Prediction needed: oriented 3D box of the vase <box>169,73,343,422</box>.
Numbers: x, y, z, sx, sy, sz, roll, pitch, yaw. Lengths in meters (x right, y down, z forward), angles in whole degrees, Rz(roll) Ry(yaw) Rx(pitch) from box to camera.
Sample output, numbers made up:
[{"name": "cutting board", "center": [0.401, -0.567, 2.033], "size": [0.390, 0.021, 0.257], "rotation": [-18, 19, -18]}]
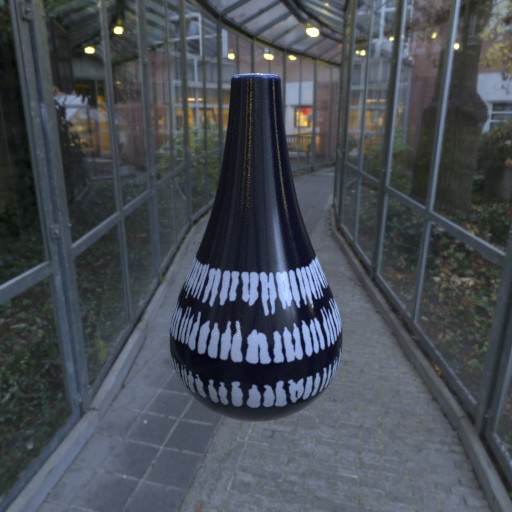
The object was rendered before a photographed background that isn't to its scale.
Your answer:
[{"name": "vase", "center": [0.000, 0.000, 0.390], "size": [0.159, 0.295, 0.159], "rotation": [0, 17, 0]}]
